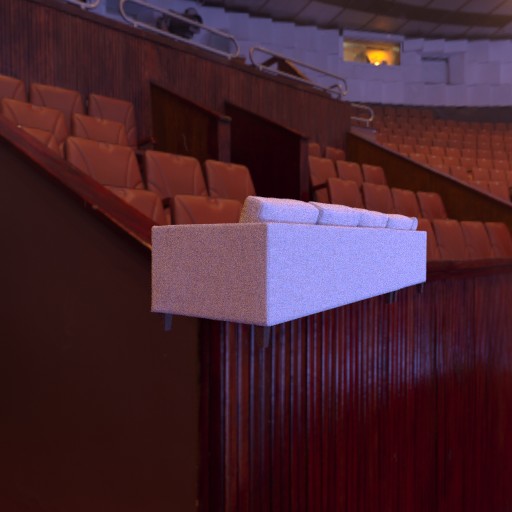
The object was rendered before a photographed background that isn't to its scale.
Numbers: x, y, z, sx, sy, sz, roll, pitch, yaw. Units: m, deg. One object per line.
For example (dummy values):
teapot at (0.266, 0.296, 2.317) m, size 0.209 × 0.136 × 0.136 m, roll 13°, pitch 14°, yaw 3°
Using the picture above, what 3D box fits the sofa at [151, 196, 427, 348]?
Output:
sofa at (0.000, 0.000, 4.345) m, size 2.432 × 0.863 × 3.182 m, roll 2°, pitch 3°, yaw 36°
